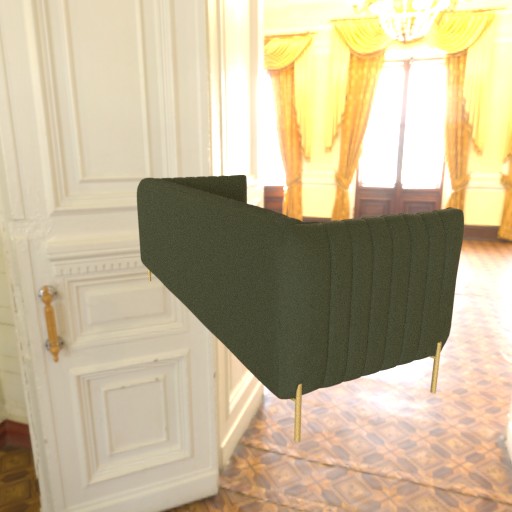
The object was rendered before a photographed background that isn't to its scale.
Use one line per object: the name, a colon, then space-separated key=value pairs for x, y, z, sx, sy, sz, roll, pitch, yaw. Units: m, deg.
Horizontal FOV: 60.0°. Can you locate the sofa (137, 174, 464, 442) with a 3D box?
sofa: x=0.000 y=0.000 z=2.558 sx=0.896 sy=0.793 sz=2.137 roll=-7 pitch=17 yaw=-26
